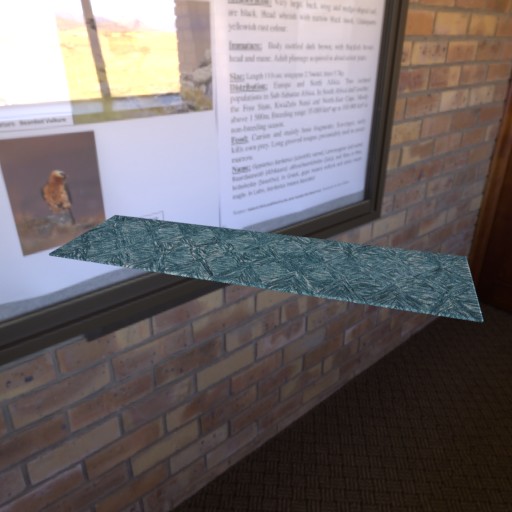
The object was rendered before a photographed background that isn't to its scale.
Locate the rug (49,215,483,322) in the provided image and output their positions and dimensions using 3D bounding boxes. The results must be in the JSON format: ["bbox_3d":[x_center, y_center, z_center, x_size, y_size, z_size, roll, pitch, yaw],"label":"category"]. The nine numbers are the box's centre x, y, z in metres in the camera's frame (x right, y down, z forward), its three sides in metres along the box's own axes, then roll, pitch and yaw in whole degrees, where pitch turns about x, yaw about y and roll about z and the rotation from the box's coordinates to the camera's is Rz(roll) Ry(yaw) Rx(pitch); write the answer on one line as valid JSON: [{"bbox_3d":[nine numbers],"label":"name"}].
[{"bbox_3d":[0.000,0.000,2.529,2.286,0.016,0.676,8,27,16],"label":"rug"}]
